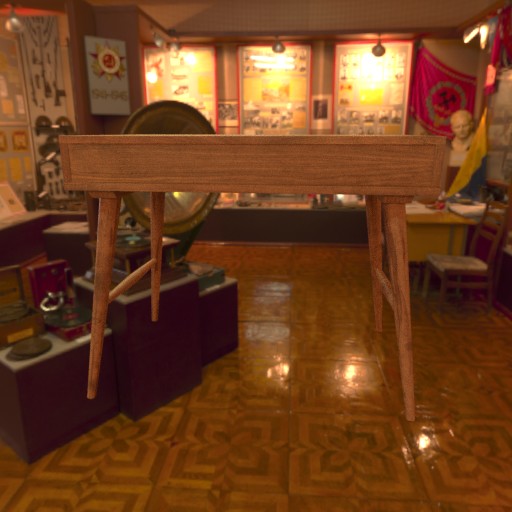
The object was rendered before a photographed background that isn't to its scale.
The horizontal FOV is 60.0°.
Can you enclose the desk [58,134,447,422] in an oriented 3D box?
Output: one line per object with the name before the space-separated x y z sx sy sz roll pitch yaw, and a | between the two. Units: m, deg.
desk | 0.000 0.000 1.441 0.949 0.758 0.588 2 16 6
